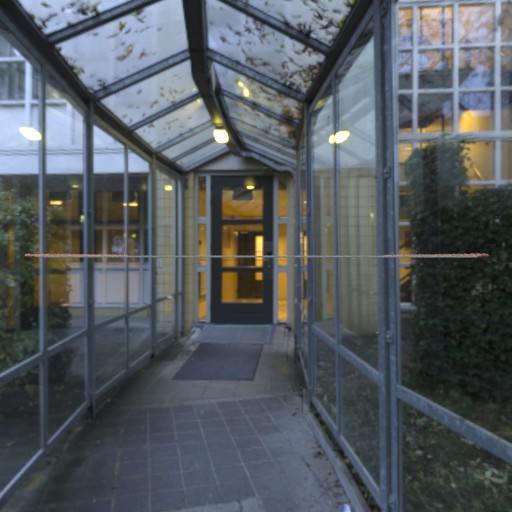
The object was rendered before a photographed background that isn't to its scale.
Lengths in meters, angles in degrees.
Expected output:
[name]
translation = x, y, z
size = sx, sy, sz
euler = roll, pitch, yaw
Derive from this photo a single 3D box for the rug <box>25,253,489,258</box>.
[rug]
translation = 0.000, 0.000, 4.413
size = 3.369, 0.035, 2.451
euler = 0, 0, 0
